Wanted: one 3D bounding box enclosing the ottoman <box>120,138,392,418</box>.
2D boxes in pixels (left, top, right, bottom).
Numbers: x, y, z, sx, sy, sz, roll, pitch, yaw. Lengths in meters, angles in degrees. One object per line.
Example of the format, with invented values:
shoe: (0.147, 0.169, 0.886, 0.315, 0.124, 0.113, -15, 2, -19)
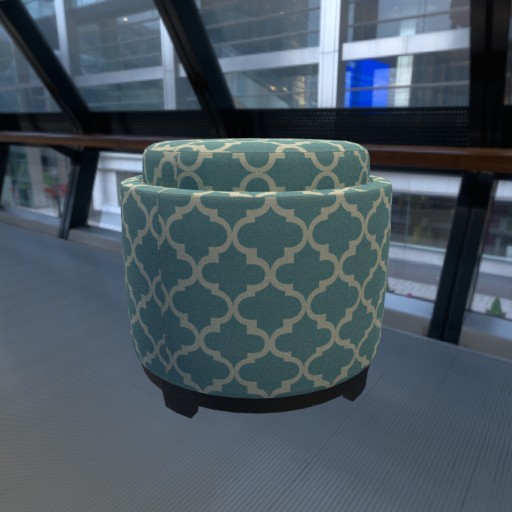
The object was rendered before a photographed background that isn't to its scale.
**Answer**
ottoman: (0.000, 0.000, 0.839, 0.480, 0.429, 0.480, 0, 15, 0)
